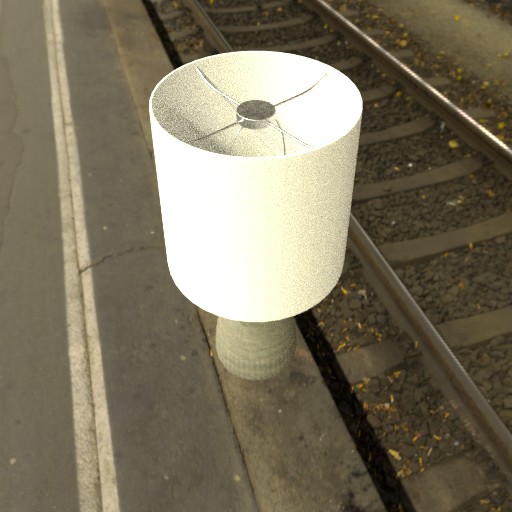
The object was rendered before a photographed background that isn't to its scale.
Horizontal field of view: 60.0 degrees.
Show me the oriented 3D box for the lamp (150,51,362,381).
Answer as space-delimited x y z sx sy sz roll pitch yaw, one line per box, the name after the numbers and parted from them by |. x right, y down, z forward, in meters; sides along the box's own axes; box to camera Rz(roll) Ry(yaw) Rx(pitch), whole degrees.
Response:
0.000 0.000 0.481 0.186 0.369 0.186 0 48 0 | lamp
